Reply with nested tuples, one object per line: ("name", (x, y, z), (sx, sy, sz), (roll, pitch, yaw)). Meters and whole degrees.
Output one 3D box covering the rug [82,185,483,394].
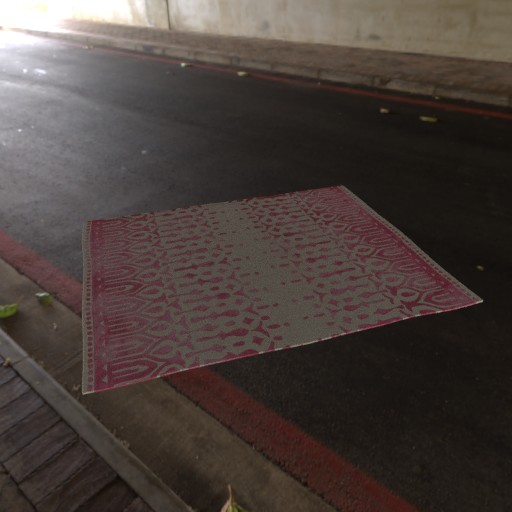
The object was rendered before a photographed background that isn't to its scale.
("rug", (0.000, 0.000, 4.135), (3.095, 0.016, 2.441), (-10, 34, -15))
